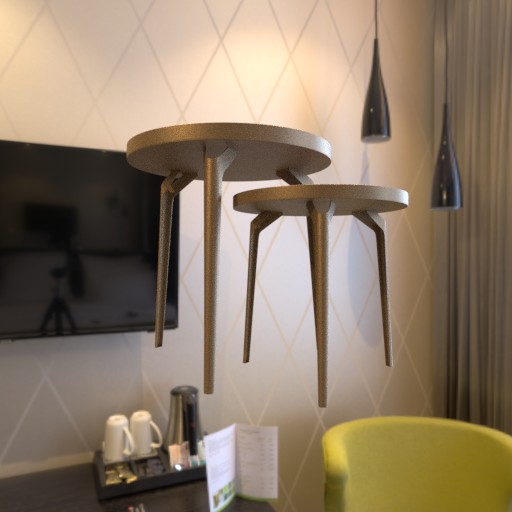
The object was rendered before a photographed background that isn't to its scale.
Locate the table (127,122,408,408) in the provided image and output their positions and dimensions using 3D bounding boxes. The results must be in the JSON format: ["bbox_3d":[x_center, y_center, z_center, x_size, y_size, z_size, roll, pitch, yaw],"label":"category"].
[{"bbox_3d":[0.000,0.000,1.134,0.751,0.555,0.532,0,0,36],"label":"table"}]
